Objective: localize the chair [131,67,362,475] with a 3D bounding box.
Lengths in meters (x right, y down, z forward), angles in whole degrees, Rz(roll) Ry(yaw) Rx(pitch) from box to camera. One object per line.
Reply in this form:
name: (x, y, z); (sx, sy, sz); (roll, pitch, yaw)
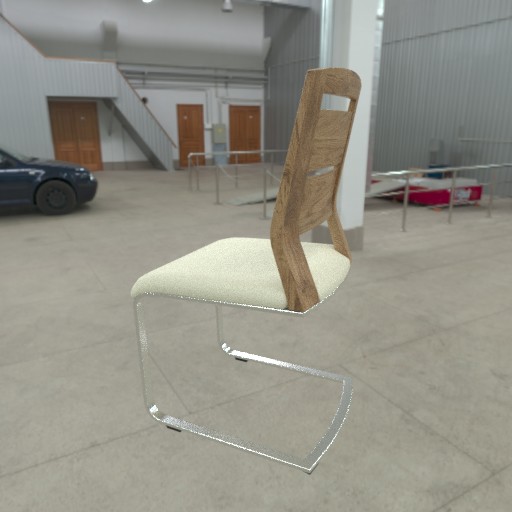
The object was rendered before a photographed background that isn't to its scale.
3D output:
chair: (0.000, 0.000, 1.256); (0.561, 0.955, 0.457); (8, 18, 24)
